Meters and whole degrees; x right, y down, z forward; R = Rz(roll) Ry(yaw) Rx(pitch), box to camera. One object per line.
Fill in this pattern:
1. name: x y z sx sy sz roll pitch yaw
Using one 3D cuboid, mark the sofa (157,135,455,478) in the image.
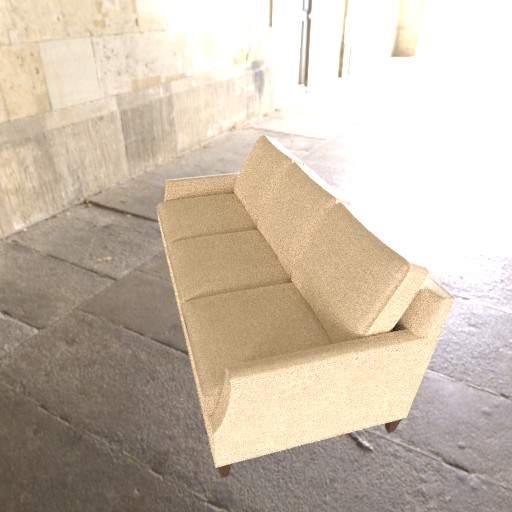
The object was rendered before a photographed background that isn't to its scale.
1. sofa: 0.000 0.000 2.753 1.041 0.940 2.210 -8 32 -14
